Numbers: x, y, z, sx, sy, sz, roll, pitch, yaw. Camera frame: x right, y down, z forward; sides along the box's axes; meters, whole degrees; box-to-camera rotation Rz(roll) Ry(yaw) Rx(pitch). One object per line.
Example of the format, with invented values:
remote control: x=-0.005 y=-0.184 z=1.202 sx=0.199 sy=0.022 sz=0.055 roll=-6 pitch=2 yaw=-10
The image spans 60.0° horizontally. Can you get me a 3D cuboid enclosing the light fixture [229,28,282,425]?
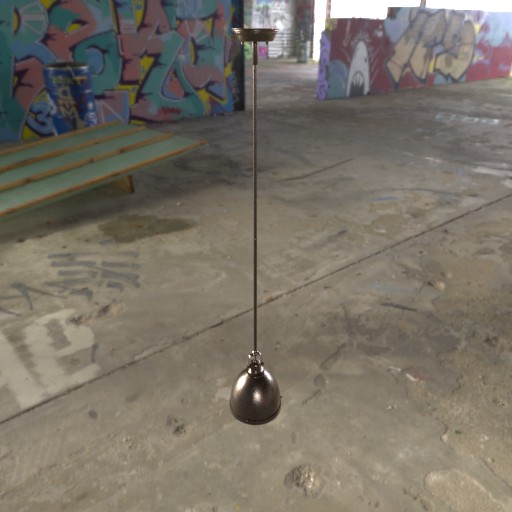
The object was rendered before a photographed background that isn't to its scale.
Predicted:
light fixture: x=0.000 y=0.000 z=1.497 sx=0.217 sy=1.367 sz=0.211 roll=-8 pitch=29 yaw=-16
